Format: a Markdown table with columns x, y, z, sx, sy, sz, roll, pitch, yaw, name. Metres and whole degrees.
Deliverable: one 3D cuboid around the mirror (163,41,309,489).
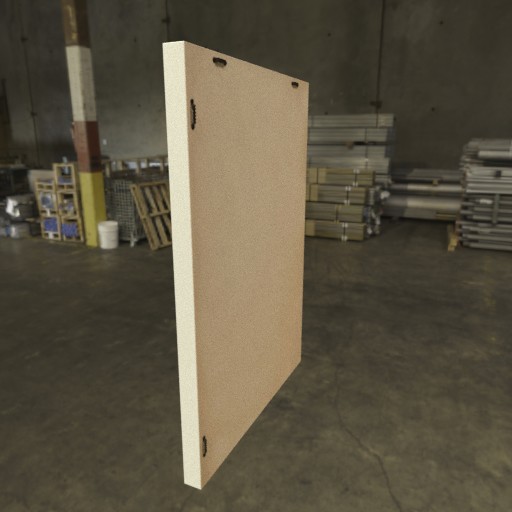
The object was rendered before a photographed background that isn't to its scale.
| x | y | z | sx | sy | sz | roll | pitch | yaw | name |
| --- | --- | --- | --- | --- | --- | --- | --- | --- | --- |
| 0.000 | 0.000 | 0.901 | 0.040 | 0.710 | 0.507 | 7 | 16 | 24 | mirror |
